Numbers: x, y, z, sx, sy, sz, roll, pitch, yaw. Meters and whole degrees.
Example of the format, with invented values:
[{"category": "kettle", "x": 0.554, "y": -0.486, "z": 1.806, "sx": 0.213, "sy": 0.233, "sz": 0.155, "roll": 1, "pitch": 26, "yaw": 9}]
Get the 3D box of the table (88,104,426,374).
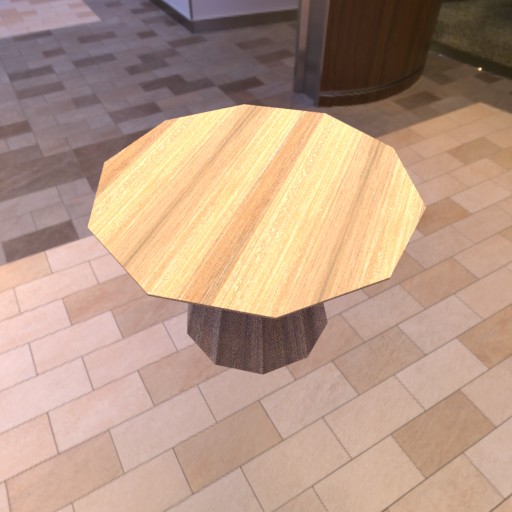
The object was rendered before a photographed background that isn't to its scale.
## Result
[{"category": "table", "x": 0.000, "y": 0.000, "z": 1.869, "sx": 1.186, "sy": 0.752, "sz": 1.186, "roll": 0, "pitch": 46, "yaw": 0}]
